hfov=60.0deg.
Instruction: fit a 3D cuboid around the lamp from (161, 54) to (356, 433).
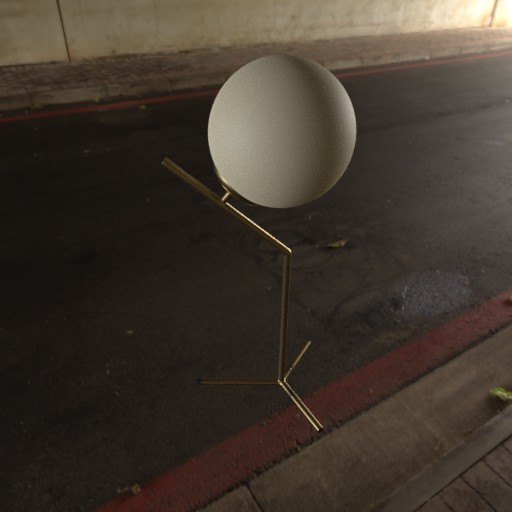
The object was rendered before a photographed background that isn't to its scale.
[{"bbox_3d":[0.000,0.000,0.663,0.251,0.552,0.210,0,32,0],"label":"lamp"}]
